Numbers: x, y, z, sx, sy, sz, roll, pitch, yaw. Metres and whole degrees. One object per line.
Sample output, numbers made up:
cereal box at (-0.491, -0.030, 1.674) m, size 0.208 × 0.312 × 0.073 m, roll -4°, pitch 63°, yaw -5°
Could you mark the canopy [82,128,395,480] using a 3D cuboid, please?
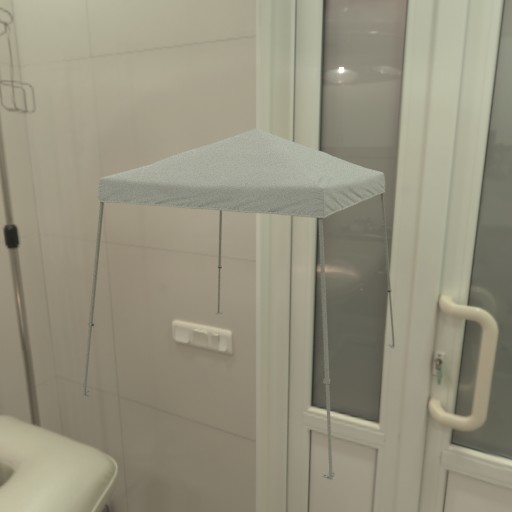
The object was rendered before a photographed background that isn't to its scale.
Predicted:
canopy at (0.000, 0.000, 5.153) m, size 2.848 × 2.849 × 2.849 m, roll 7°, pitch 15°, yaw 26°
